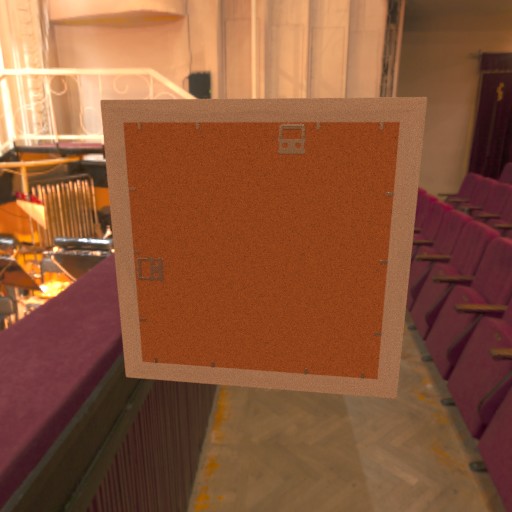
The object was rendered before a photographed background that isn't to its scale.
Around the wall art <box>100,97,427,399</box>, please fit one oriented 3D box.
[{"bbox_3d":[0.000,0.000,0.872,0.584,0.584,0.013,2,16,8],"label":"wall art"}]
